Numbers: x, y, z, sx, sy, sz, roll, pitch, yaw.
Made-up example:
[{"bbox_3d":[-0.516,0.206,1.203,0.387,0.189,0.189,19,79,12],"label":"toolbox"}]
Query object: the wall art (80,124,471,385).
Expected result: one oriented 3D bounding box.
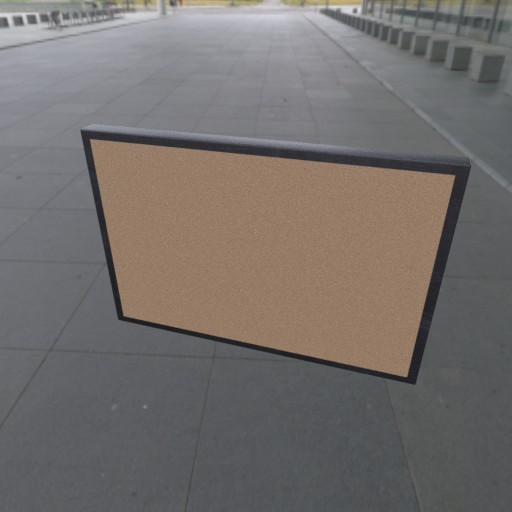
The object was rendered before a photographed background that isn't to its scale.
[{"bbox_3d":[0.000,0.000,0.783,0.610,0.409,0.038,9,32,15],"label":"wall art"}]
